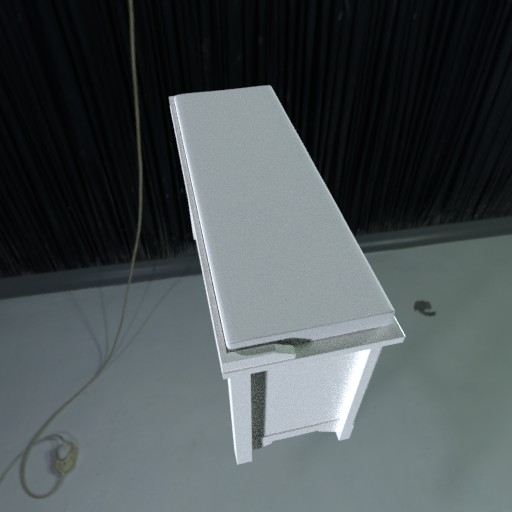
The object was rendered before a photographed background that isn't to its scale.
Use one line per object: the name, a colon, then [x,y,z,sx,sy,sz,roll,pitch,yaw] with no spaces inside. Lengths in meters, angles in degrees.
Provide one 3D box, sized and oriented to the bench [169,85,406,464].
bench: [0.000,0.000,1.310,0.346,0.589,0.987,-9,47,-9]
